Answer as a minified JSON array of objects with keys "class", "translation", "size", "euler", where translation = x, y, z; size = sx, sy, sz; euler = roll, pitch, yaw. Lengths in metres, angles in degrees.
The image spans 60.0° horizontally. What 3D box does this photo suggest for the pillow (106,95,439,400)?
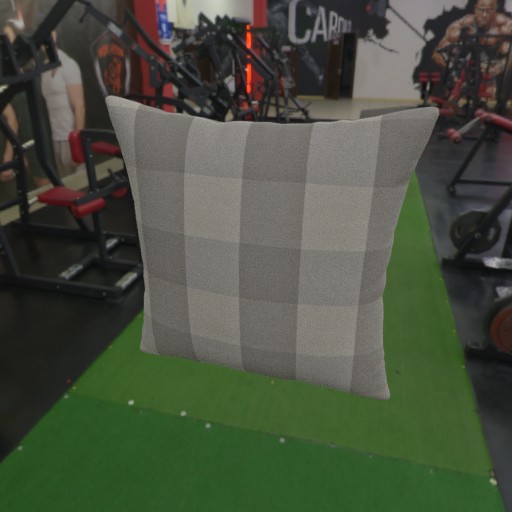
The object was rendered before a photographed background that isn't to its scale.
[{"class":"pillow","translation":[0.000,0.000,0.765],"size":[0.511,0.509,0.161],"euler":[7,27,15]}]
